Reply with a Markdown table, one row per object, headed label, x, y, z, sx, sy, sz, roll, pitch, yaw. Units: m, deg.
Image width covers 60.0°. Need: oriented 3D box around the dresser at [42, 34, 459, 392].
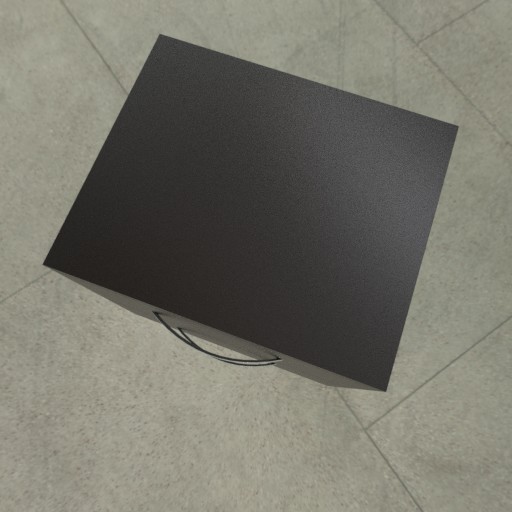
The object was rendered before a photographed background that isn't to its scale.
| label | x | y | z | sx | sy | sz | roll | pitch | yaw |
| --- | --- | --- | --- | --- | --- | --- | --- | --- | --- |
| dresser | 0.000 | 0.000 | 0.744 | 0.400 | 0.470 | 0.360 | 19 | 75 | 5 |
